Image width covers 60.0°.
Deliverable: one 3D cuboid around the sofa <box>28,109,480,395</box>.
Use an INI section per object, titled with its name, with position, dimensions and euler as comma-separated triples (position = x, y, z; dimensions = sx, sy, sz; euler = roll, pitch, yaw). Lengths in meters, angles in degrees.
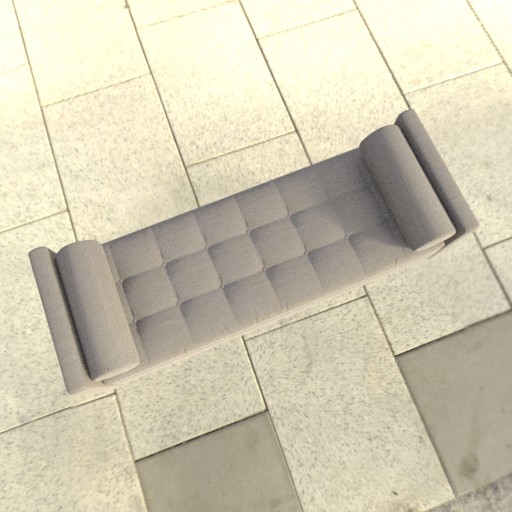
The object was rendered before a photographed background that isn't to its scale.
[sofa]
position = 0.000, 0.000, 2.321
dimensions = 1.981, 0.635, 0.686
euler = -22, 76, -6
